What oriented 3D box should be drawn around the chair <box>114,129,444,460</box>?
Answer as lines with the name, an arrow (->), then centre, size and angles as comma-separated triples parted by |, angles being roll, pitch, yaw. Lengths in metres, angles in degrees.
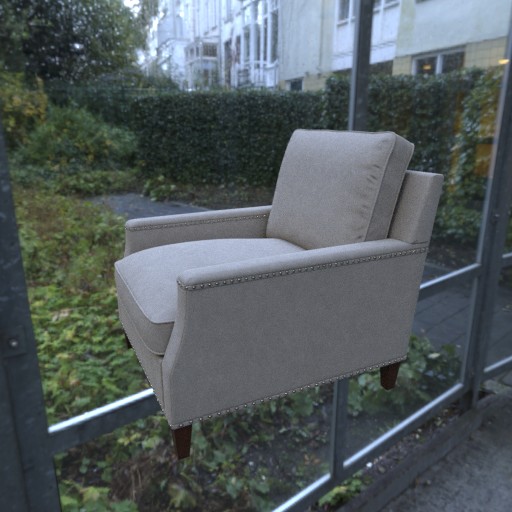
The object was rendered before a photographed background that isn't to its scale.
chair -> 0.000, 0.000, 1.730 | 1.014, 0.943, 0.853 | -8, 19, -25
